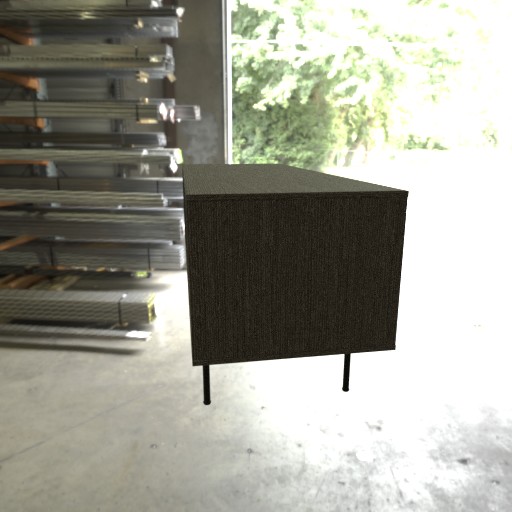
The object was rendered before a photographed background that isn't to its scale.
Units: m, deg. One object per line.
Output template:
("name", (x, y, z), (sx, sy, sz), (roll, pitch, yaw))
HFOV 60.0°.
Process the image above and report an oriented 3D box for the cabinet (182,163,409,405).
("cabinet", (0.000, 0.000, 1.613), (0.500, 0.599, 1.300), (-2, 15, -9))
